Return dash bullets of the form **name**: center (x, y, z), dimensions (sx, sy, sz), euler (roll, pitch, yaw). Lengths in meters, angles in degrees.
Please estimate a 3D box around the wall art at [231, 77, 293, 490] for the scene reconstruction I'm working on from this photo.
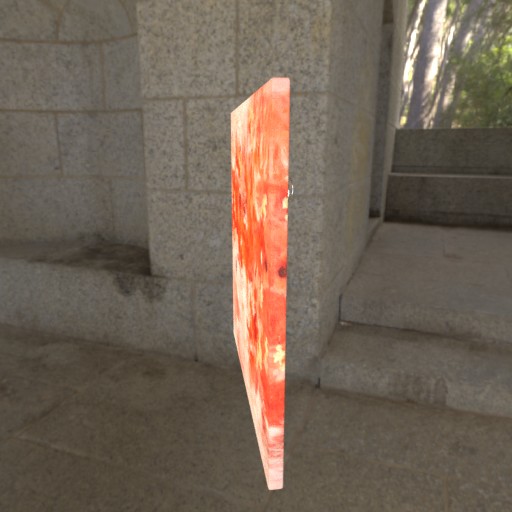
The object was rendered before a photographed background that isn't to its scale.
- **wall art**: center (0.000, 0.000, 1.324), dimensions (0.066, 0.878, 0.878), euler (-2, 14, -8)
